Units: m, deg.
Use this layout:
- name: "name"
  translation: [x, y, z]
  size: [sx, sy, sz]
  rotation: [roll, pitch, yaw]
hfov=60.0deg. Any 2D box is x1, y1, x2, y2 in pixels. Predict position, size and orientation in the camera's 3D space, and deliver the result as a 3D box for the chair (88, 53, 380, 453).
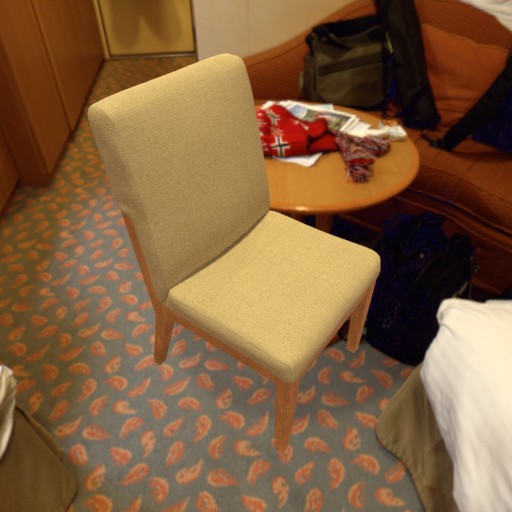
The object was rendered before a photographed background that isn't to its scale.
- name: "chair"
  translation: [0.000, 0.000, 1.265]
  size: [0.586, 0.911, 0.507]
  rotation: [26, 47, 27]
